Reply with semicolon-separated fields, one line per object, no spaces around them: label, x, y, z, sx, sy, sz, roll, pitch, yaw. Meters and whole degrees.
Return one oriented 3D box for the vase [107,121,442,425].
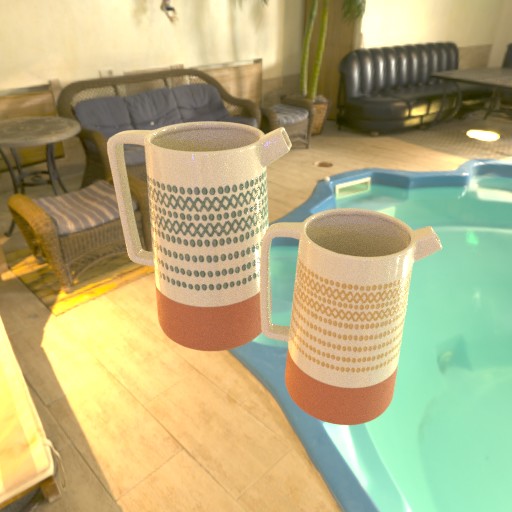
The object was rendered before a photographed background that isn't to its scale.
vase;0.000;0.000;0.468;0.168;0.247;0.326;-22;36;-33
